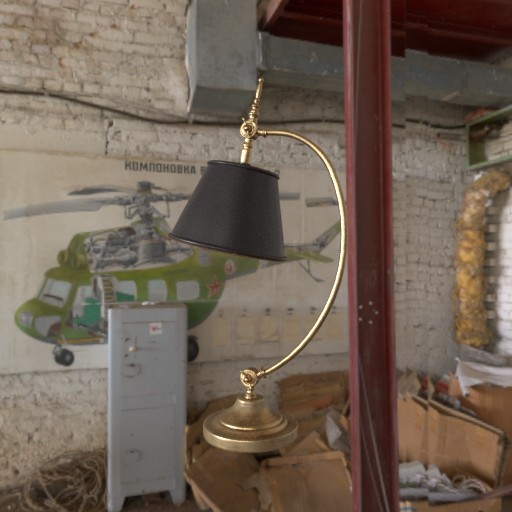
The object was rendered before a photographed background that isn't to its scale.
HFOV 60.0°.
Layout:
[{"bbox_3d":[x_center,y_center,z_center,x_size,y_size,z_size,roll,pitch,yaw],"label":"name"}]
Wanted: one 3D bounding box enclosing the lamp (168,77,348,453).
[{"bbox_3d":[0.000,0.000,0.841,0.344,0.675,0.235,0,0,20],"label":"lamp"}]
